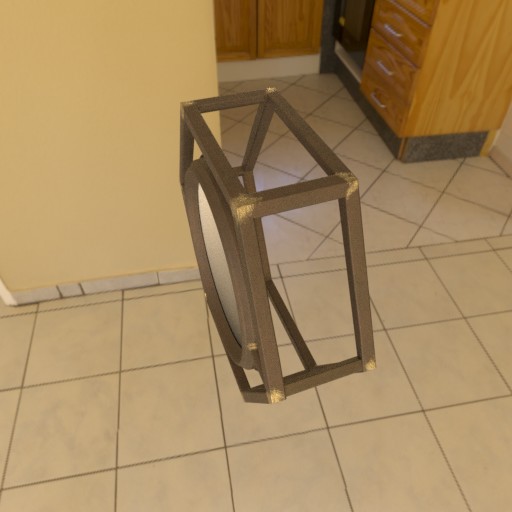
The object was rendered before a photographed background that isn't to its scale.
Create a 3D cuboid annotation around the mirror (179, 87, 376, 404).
[{"bbox_3d":[0.000,0.000,0.556,0.119,0.334,0.380,-15,47,-14],"label":"mirror"}]
